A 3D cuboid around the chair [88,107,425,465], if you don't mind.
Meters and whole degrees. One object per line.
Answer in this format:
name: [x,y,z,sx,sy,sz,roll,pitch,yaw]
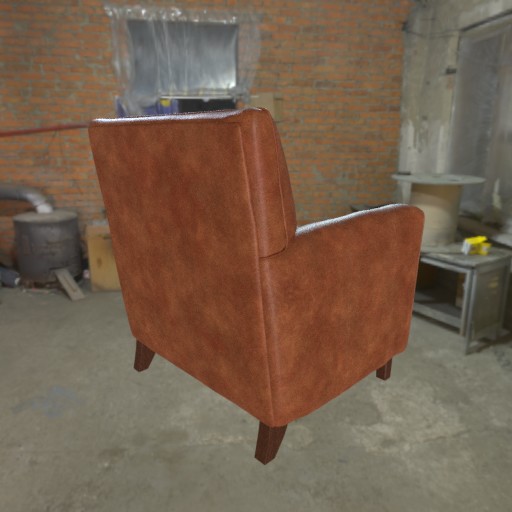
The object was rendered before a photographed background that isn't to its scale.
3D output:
chair: [0.000,0.000,1.581,0.823,0.943,0.870,-14,20,-42]
